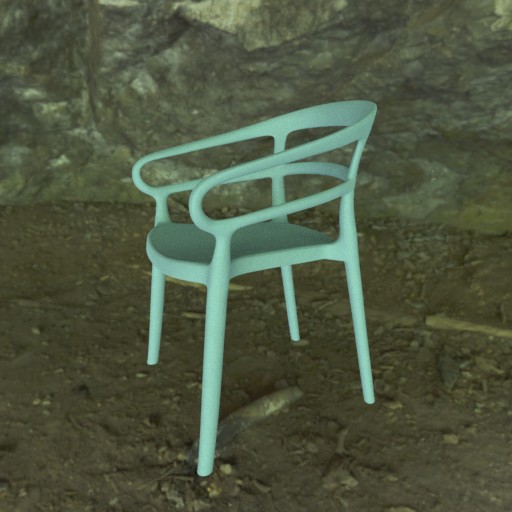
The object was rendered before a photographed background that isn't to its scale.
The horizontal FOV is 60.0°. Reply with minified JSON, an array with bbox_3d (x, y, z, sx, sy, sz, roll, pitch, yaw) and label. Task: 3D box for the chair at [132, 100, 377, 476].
[{"bbox_3d":[0.000,0.000,1.135,0.527,0.761,0.559,-8,18,-24],"label":"chair"}]
